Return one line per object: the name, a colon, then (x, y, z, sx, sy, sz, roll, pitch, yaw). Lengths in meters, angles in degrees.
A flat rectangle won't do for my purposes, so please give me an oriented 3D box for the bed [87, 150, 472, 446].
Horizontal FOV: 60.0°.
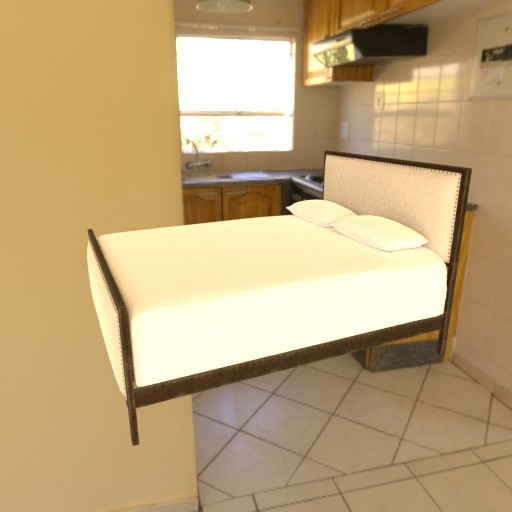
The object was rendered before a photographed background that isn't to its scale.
bed: (0.000, 0.000, 3.206, 2.221, 1.313, 1.607, -8, 19, -23)
